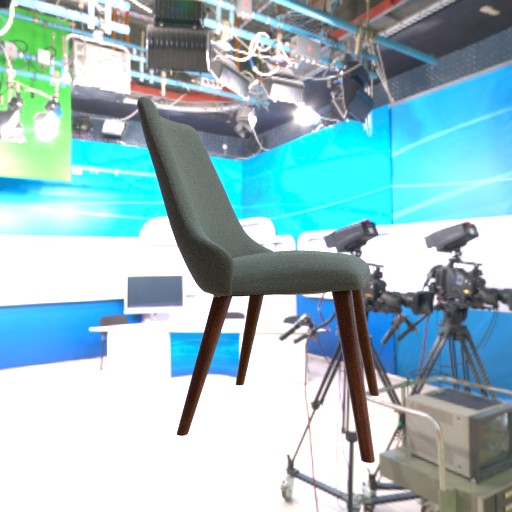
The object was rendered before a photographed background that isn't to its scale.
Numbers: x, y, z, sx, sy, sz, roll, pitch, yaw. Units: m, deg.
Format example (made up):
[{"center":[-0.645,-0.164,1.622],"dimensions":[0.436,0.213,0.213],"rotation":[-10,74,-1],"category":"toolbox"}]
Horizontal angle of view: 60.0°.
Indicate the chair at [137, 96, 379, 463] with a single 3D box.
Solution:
[{"center":[0.000,0.000,1.327],"dimensions":[0.707,0.918,0.535],"rotation":[0,0,17],"category":"chair"}]
